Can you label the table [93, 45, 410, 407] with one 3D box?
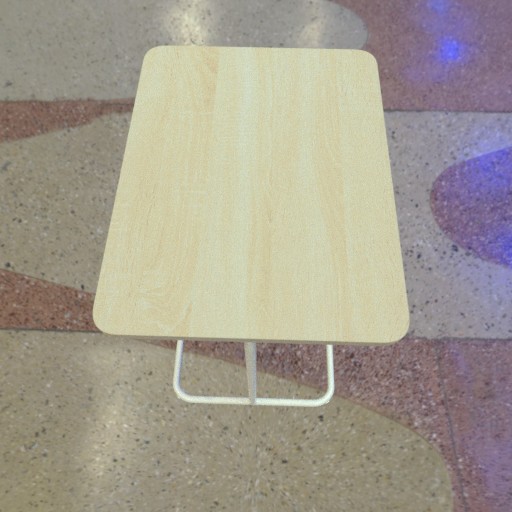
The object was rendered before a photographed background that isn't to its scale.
[{"bbox_3d":[0.000,0.000,0.856,0.370,0.550,0.480,2,64,1],"label":"table"}]
